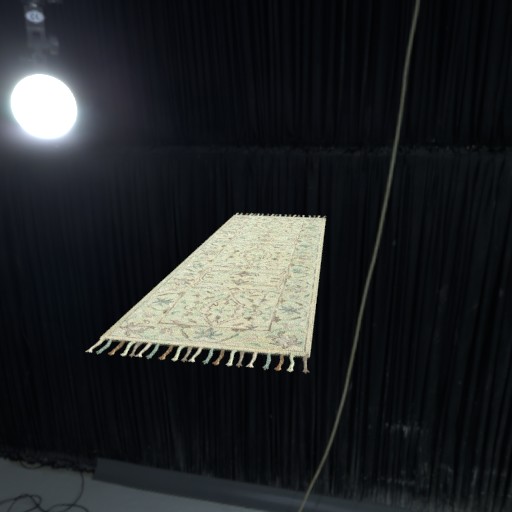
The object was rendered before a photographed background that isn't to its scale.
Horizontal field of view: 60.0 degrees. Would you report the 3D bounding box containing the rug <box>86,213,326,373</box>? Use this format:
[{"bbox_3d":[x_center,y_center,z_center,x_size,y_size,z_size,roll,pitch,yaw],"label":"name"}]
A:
[{"bbox_3d":[0.000,0.000,2.610,0.769,0.013,2.440,3,17,9],"label":"rug"}]
